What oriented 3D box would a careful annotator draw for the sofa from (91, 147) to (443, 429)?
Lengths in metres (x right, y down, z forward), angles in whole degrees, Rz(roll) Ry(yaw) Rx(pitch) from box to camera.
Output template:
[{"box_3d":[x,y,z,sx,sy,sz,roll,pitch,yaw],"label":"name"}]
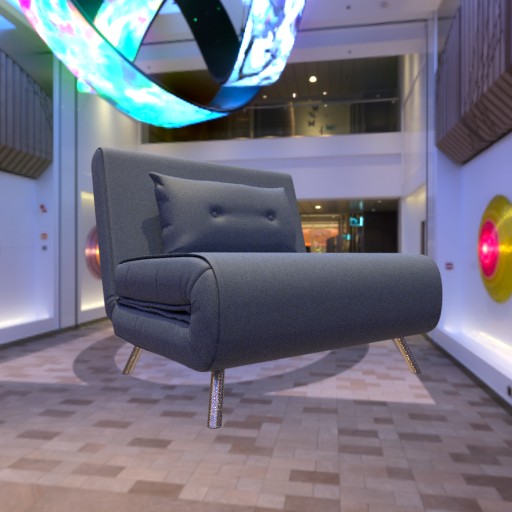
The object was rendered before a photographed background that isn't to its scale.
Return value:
[{"box_3d":[0.000,0.000,1.710,0.999,0.860,0.996,0,0,-36],"label":"sofa"}]
